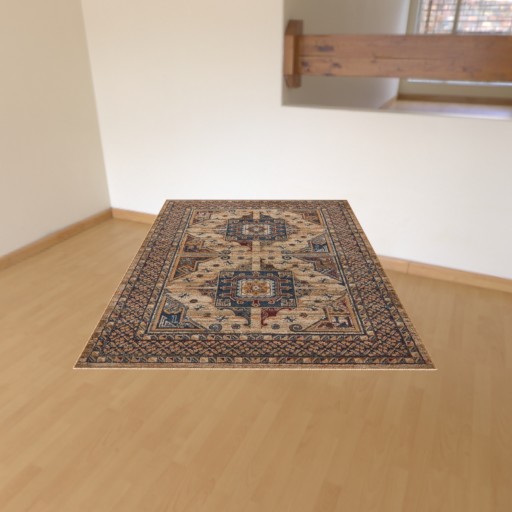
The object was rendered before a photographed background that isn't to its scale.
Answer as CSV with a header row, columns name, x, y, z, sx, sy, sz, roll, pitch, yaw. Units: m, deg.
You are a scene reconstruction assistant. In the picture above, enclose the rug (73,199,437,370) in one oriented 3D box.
name,x,y,z,sx,sy,sz,roll,pitch,yaw
rug,0.000,0.000,2.949,1.611,0.008,2.227,0,27,0
